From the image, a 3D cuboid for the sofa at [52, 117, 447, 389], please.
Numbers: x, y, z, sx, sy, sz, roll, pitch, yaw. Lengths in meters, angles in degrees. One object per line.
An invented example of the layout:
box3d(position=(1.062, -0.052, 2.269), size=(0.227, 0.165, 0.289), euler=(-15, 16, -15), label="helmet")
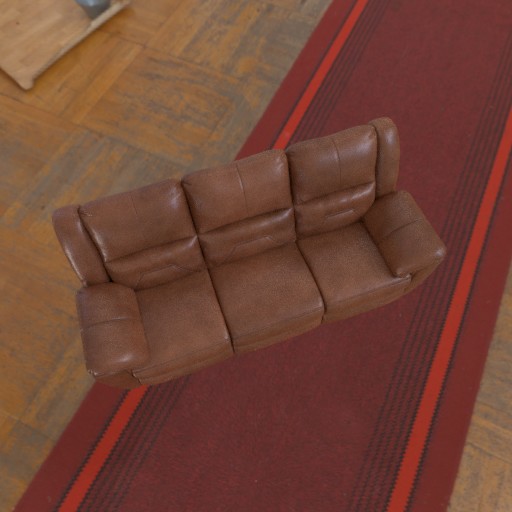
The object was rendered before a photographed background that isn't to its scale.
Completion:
box3d(position=(0.000, 0.000, 2.941), size=(2.337, 1.043, 0.991), euler=(-18, 64, -9), label="sofa")
